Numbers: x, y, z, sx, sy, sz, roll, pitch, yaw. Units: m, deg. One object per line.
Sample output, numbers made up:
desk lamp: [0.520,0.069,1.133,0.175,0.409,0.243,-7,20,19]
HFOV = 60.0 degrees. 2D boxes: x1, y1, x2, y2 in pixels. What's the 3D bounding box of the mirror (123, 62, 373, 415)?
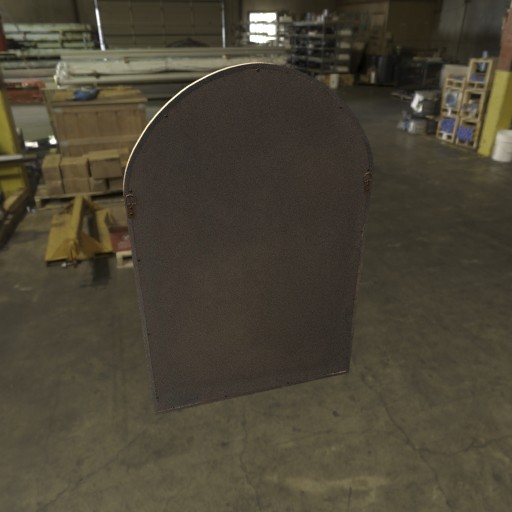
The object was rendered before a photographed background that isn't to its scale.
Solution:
mirror: [0.000,0.000,1.142,0.609,0.915,0.032,-8,28,-15]
